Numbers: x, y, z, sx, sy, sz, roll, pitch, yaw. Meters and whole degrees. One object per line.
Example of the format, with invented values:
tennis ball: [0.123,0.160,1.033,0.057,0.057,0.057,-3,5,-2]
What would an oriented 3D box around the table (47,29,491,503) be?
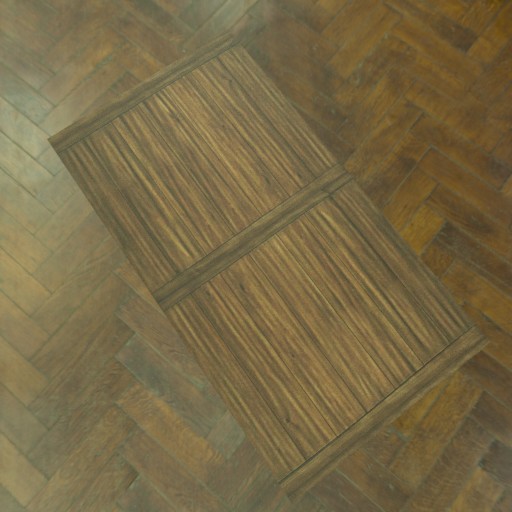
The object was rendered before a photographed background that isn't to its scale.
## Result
table: [0.000,0.000,2.407,1.071,0.793,1.966,-35,78,-8]
